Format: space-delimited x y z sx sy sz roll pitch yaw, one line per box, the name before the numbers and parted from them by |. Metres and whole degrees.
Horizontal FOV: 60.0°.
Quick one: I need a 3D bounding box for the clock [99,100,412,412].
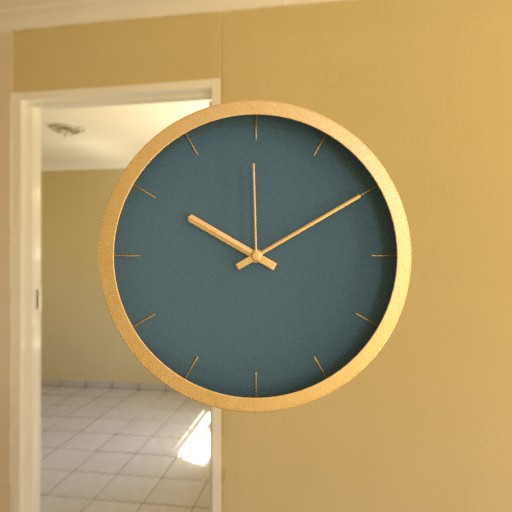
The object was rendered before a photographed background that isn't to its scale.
clock | 0.000 0.000 0.462 0.314 0.314 0.040 0 0 -1
